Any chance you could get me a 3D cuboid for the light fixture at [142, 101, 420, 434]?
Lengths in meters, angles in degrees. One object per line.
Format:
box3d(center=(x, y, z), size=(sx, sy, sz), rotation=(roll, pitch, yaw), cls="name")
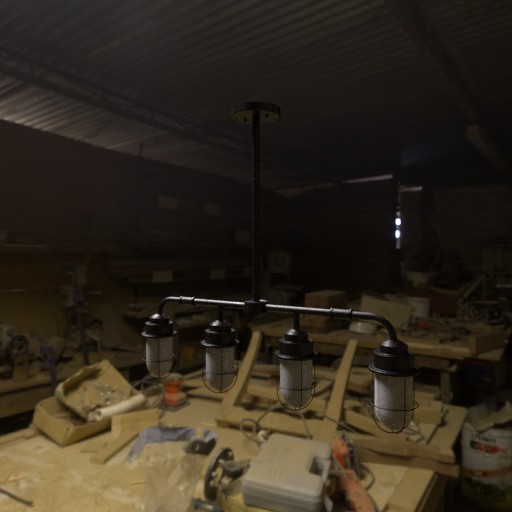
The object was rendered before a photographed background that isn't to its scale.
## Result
box3d(center=(0.000, 0.000, 1.194), size=(0.852, 0.785, 0.131), rotation=(0, 1, 34), cls="light fixture")
